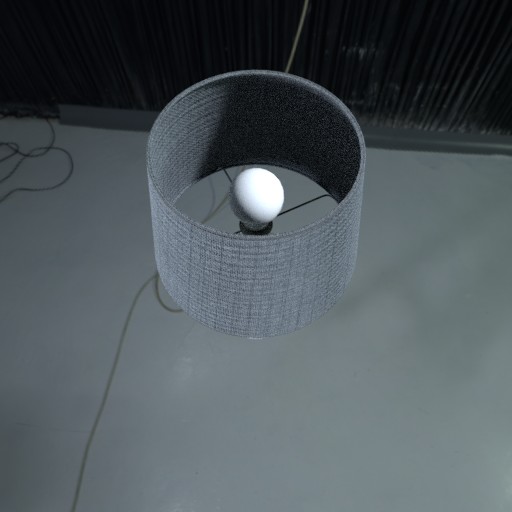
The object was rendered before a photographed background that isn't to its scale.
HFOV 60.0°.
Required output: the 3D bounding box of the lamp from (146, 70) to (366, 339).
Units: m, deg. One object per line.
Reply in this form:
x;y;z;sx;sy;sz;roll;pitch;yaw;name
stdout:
0.000;0.000;0.591;0.251;0.429;0.251;0;62;0;lamp
